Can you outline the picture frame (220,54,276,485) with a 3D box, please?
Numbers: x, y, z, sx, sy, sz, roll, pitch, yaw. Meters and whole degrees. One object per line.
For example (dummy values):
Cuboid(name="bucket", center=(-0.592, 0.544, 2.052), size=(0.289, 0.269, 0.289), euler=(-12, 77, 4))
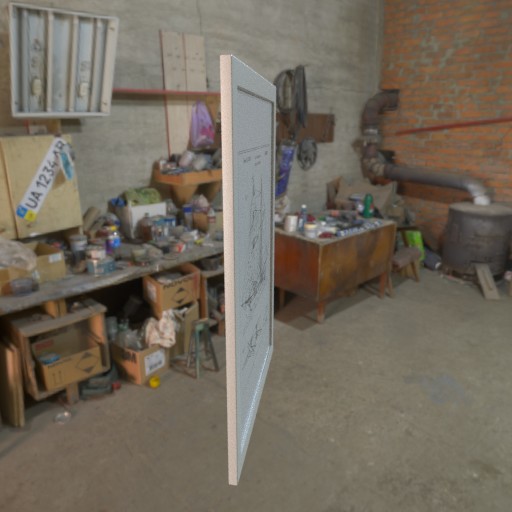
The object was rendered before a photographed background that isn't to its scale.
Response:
Cuboid(name="picture frame", center=(0.000, 0.000, 0.702), size=(0.012, 0.534, 0.381), euler=(3, 16, 9))
